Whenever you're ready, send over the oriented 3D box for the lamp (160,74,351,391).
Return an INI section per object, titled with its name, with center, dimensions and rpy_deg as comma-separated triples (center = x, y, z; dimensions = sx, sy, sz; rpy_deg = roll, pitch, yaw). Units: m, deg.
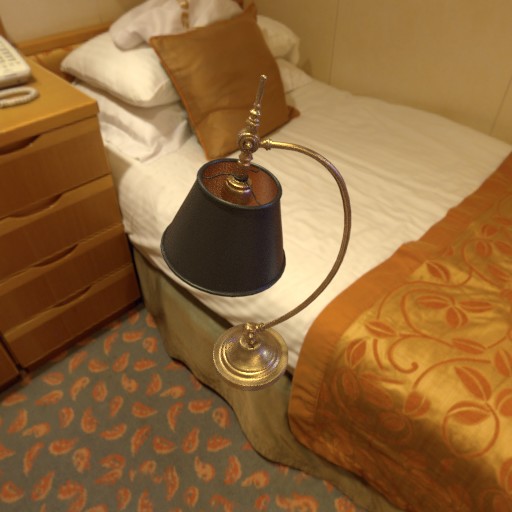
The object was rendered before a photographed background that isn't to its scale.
[lamp]
center = 0.000, 0.000, 0.836
dimensions = 0.344, 0.675, 0.235
rpy_deg = -1, 43, -1
